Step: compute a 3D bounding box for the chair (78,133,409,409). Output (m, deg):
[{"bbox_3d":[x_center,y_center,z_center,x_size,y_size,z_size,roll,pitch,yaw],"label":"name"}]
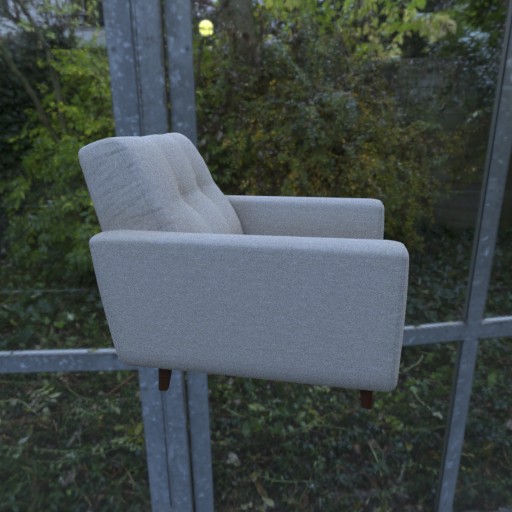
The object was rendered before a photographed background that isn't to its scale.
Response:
[{"bbox_3d":[0.000,0.000,1.832,1.128,0.965,0.897,3,17,10],"label":"chair"}]
